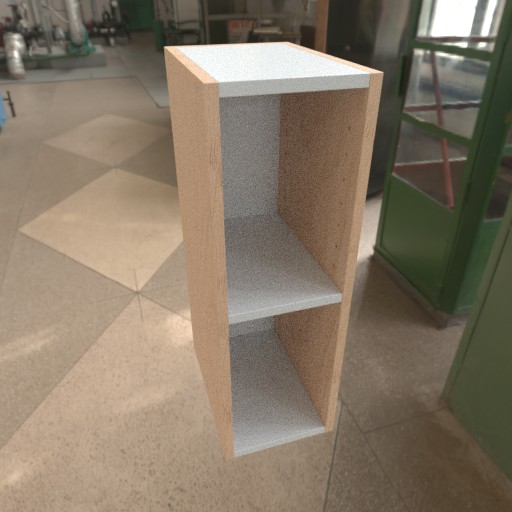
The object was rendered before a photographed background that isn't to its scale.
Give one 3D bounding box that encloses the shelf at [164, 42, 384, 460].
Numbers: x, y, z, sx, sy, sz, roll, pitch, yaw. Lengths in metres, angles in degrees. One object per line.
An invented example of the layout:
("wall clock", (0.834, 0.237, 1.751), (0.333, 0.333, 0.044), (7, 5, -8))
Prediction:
("shelf", (0.000, 0.000, 0.727), (0.200, 0.600, 0.290), (-9, 33, -15))
